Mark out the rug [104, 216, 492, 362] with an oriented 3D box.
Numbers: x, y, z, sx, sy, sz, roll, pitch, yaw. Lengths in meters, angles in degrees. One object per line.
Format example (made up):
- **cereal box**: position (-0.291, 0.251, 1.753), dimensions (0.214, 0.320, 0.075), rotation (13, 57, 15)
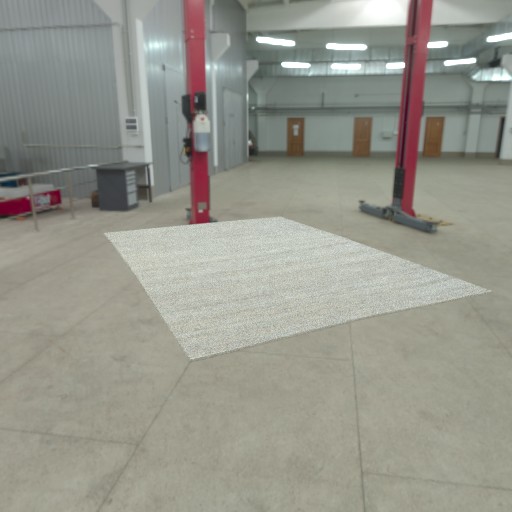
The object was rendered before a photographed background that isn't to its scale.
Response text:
- **rug**: position (0.000, 0.000, 2.910), dimensions (1.624, 0.030, 2.264), rotation (-8, 18, -25)
